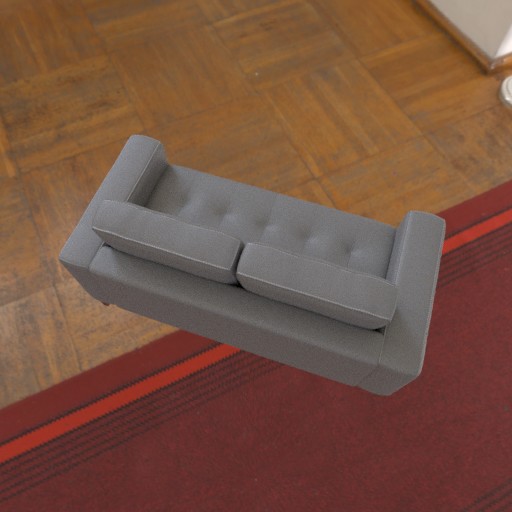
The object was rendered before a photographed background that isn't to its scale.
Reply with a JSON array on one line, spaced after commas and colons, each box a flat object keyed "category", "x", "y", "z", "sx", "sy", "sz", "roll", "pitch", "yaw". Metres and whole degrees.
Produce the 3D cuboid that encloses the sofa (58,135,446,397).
[{"category": "sofa", "x": 0.000, "y": 0.000, "z": 2.275, "sx": 1.726, "sy": 0.892, "sz": 0.833, "roll": 17, "pitch": 64, "yaw": 8}]
